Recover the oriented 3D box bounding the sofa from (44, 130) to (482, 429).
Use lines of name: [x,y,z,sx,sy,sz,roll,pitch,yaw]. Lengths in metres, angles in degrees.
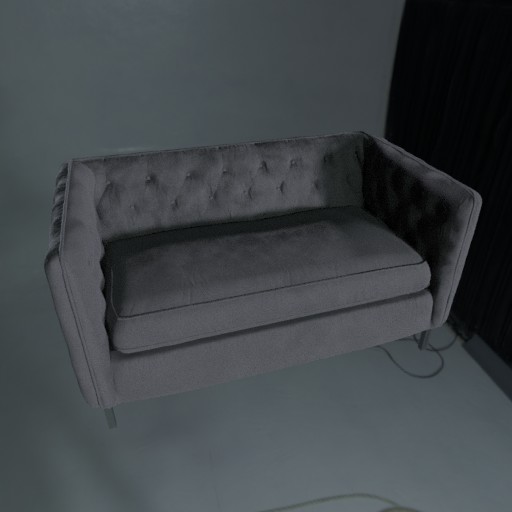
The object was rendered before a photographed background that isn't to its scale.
sofa: [0.000,0.000,2.006,1.583,0.810,0.909,-10,34,-15]
